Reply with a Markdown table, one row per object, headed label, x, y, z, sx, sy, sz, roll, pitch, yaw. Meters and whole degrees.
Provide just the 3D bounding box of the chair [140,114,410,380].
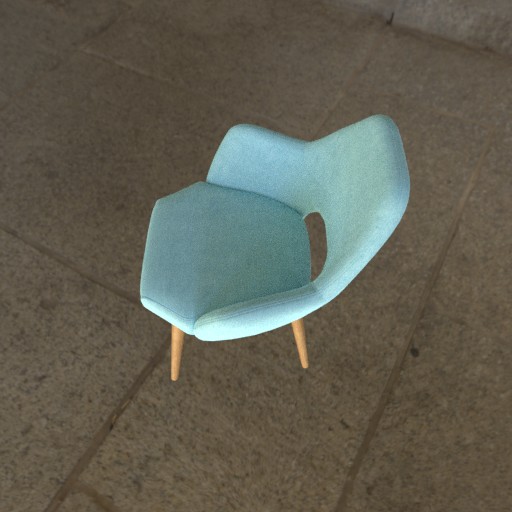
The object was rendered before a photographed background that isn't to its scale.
| label | x | y | z | sx | sy | sz | roll | pitch | yaw |
| --- | --- | --- | --- | --- | --- | --- | --- | --- | --- |
| chair | 0.000 | 0.000 | 1.252 | 0.610 | 0.840 | 0.590 | 0 | 59 | 0 |
